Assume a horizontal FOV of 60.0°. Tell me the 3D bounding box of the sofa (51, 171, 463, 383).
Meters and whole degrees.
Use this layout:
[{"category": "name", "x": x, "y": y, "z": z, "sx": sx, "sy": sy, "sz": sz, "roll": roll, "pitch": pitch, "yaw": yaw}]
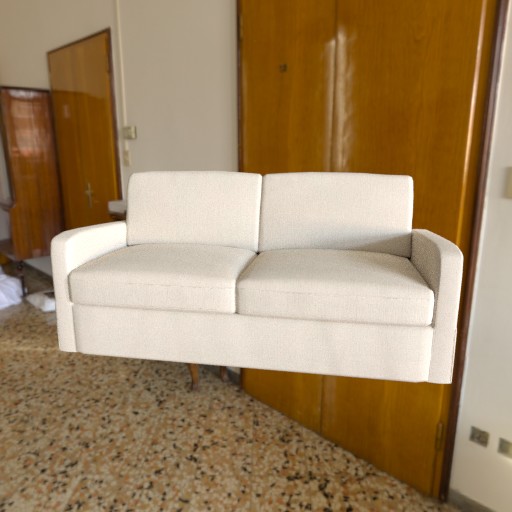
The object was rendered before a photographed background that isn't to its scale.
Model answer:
[{"category": "sofa", "x": 0.000, "y": 0.000, "z": 2.297, "sx": 1.808, "sy": 0.831, "sz": 0.894, "roll": 2, "pitch": 14, "yaw": 10}]
